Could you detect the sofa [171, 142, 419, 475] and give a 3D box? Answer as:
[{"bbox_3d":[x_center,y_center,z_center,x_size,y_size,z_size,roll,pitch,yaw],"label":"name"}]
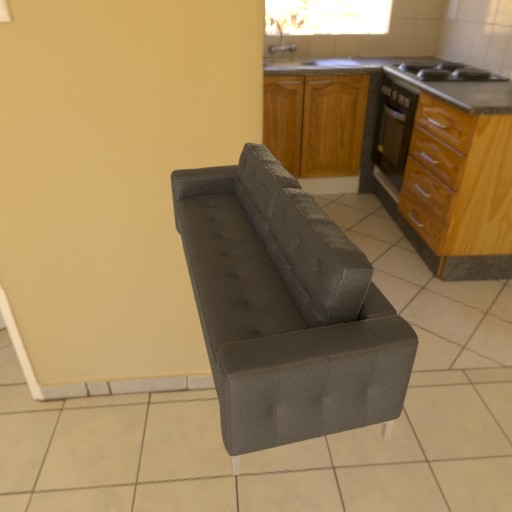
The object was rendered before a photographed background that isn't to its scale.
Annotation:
[{"bbox_3d":[0.000,0.000,2.738,0.833,0.893,2.275,-8,32,-12],"label":"sofa"}]
